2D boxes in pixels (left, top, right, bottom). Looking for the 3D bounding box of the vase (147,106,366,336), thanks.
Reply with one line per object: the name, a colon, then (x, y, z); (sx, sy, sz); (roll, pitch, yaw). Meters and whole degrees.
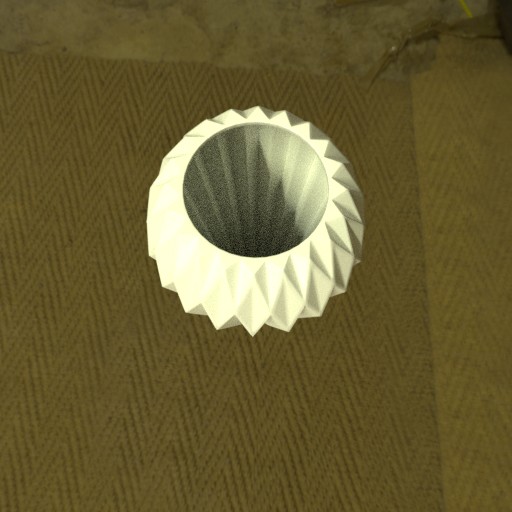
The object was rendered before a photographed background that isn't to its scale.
vase: (0.000, 0.000, 0.340); (0.133, 0.263, 0.133); (0, 75, 0)
